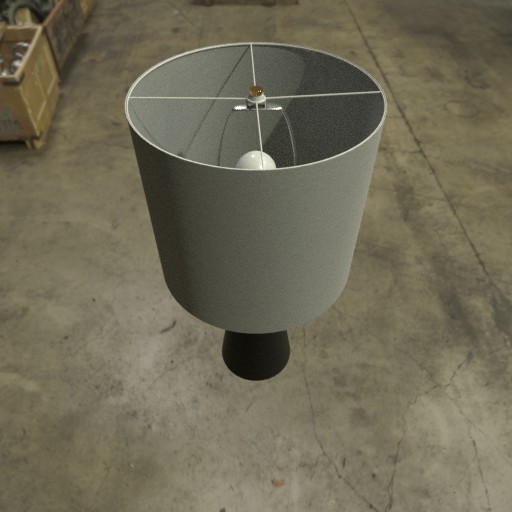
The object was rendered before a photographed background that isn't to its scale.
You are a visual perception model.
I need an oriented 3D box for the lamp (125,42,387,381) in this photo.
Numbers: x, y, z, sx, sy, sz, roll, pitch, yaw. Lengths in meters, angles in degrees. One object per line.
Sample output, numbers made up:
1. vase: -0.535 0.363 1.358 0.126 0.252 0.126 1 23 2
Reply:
1. lamp: 0.000 0.000 0.738 0.308 0.580 0.308 -2 47 -2
